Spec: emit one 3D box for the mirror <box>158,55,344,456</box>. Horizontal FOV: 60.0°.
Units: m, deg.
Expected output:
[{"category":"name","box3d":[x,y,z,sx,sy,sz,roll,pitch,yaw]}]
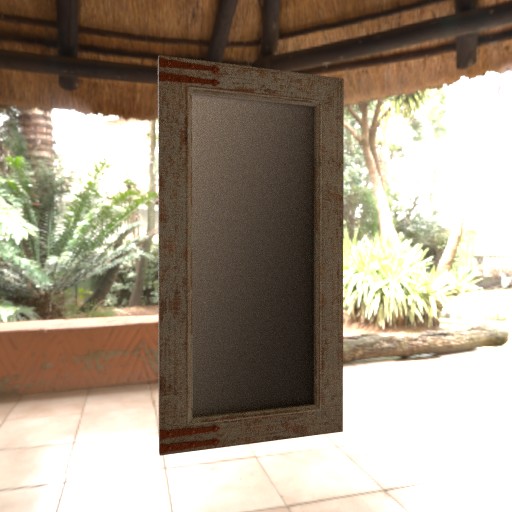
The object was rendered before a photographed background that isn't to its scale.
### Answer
[{"category":"mirror","box3d":[0.000,0.000,1.097,0.472,0.922,0.027,0,1,-17]}]
